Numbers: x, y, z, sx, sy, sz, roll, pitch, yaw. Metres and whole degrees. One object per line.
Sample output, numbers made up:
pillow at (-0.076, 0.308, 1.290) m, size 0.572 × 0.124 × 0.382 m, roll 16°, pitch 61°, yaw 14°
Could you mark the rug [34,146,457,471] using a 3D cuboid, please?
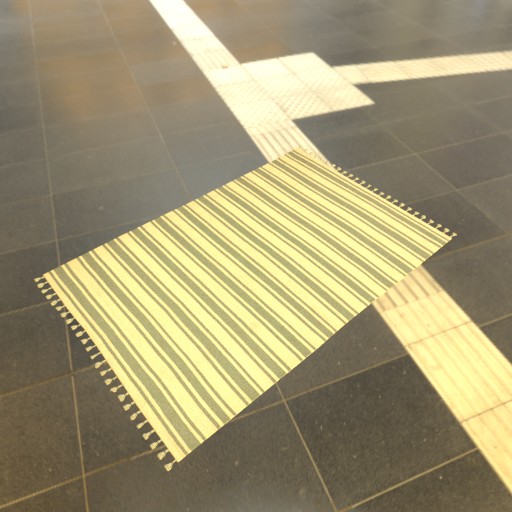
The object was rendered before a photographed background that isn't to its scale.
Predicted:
rug at (0.000, 0.000, 2.959) m, size 2.410 × 0.011 × 1.539 m, roll -32°, pitch 53°, yaw -27°
